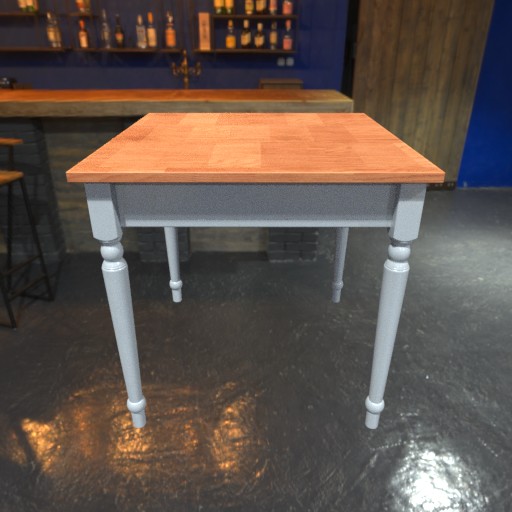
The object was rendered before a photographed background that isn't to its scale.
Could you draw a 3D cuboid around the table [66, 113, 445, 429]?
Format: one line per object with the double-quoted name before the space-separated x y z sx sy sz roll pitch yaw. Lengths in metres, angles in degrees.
"table" 0.000 0.000 1.369 0.747 0.738 0.747 0 26 0
